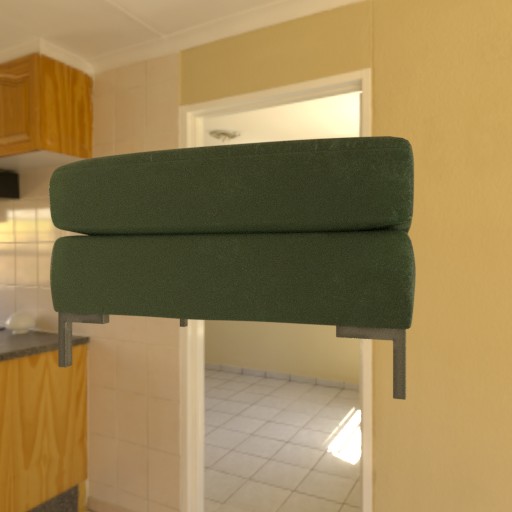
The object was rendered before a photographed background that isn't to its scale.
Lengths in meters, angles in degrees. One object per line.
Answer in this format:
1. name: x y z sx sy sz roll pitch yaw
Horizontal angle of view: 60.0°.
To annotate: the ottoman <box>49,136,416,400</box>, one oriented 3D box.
1. ottoman: 0.000 0.000 1.264 0.839 0.538 0.701 0 0 18
